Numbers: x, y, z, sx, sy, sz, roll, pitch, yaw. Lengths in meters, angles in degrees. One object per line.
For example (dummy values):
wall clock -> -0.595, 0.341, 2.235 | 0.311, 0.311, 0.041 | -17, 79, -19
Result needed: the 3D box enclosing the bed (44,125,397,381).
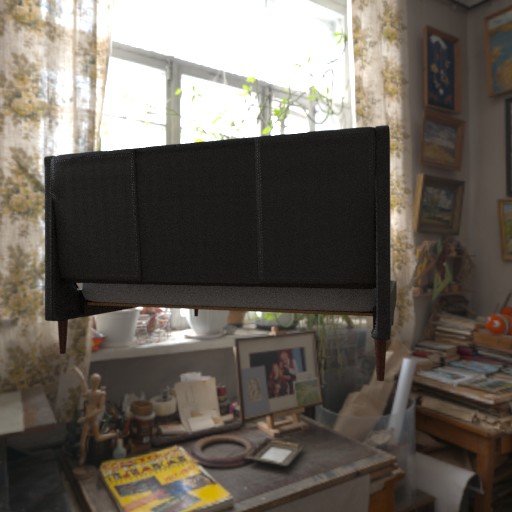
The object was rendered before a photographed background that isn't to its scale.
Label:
bed -> 0.000, 0.000, 3.186 | 1.903, 1.158, 2.031 | 0, 0, 19
